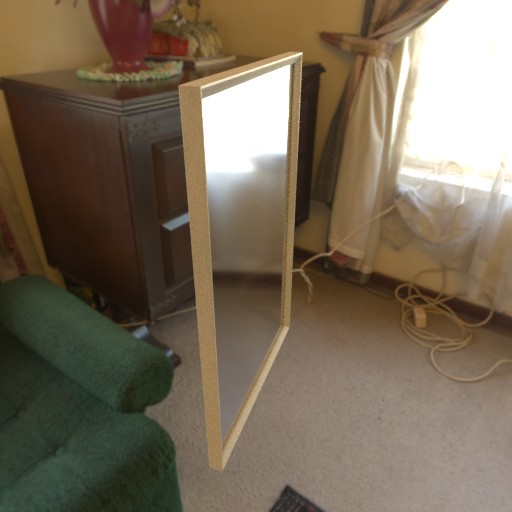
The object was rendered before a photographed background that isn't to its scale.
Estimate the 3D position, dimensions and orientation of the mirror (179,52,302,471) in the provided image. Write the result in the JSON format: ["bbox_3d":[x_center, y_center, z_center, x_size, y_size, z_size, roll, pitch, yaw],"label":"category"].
[{"bbox_3d":[0.000,0.000,1.145,0.041,0.915,0.609,10,31,17],"label":"mirror"}]
